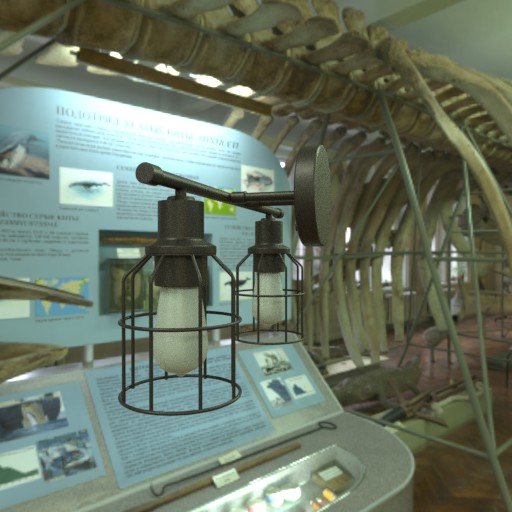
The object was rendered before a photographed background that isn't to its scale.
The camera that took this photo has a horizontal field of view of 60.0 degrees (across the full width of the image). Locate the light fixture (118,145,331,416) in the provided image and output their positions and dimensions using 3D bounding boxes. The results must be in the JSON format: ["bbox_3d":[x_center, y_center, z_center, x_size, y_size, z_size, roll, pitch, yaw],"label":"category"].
[{"bbox_3d":[0.000,0.000,0.538,0.165,0.254,0.406,0,1,18],"label":"light fixture"}]
